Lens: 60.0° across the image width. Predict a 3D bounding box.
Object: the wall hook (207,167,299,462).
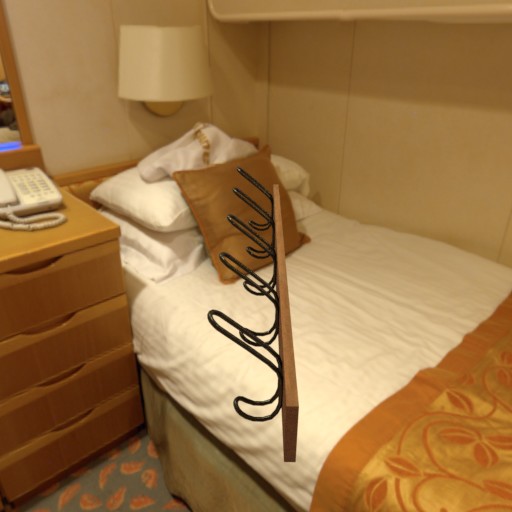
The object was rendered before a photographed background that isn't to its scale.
[{"bbox_3d":[0.000,0.000,0.597,0.076,0.116,0.554,0,27,1],"label":"wall hook"}]
